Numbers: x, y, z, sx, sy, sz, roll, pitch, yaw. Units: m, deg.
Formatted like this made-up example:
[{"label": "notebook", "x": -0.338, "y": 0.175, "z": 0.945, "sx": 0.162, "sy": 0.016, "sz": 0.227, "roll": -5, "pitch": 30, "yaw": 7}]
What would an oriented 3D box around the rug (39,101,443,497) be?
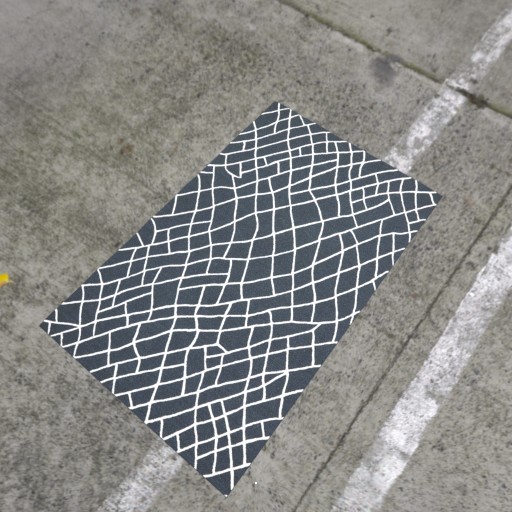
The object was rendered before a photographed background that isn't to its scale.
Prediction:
[{"label": "rug", "x": 0.000, "y": 0.000, "z": 2.988, "sx": 1.529, "sy": 0.017, "sz": 2.448, "roll": 35, "pitch": 68, "yaw": 16}]
